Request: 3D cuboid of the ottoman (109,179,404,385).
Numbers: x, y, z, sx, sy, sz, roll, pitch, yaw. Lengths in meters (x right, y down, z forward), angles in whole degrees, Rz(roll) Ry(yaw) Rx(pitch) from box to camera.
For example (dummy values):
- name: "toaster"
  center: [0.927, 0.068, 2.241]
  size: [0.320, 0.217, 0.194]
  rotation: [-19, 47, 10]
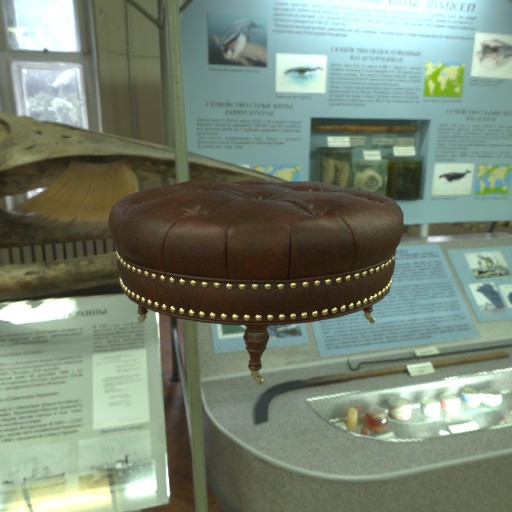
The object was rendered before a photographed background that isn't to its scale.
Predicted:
- name: "ottoman"
  center: [0.000, 0.000, 1.427]
  size: [0.901, 0.455, 0.901]
  rotation: [0, 15, 0]
